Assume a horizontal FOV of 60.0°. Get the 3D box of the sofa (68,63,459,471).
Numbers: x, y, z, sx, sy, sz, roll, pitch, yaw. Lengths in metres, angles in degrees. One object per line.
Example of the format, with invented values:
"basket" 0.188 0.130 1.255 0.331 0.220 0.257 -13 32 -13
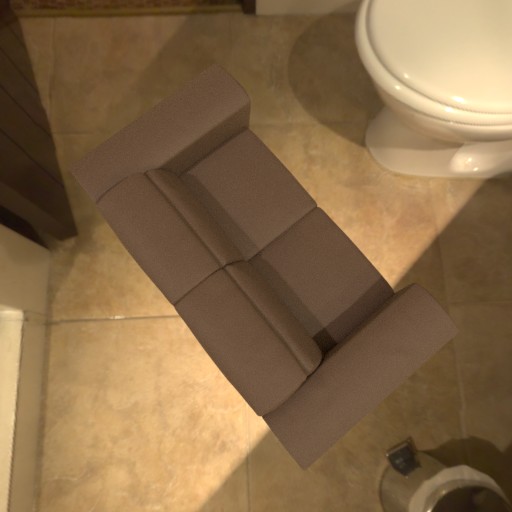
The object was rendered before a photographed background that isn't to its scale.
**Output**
"sofa" 0.000 0.000 2.411 1.003 0.779 1.895 -39 80 -8
